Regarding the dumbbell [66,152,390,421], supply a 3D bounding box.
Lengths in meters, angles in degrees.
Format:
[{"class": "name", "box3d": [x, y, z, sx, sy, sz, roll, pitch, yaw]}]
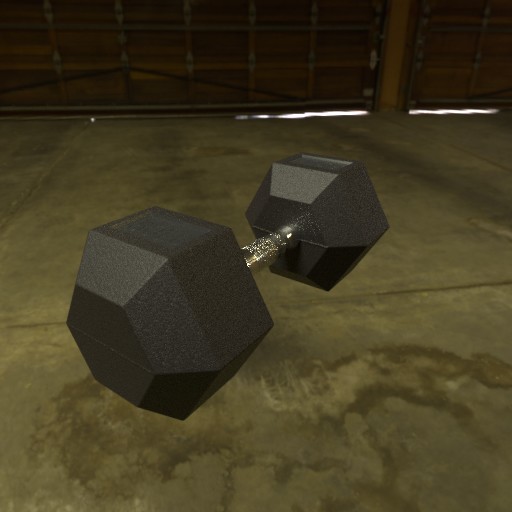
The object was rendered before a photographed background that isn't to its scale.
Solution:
[{"class": "dumbbell", "box3d": [0.000, 0.000, 0.473, 0.173, 0.150, 0.384, 18, 31, 32]}]
